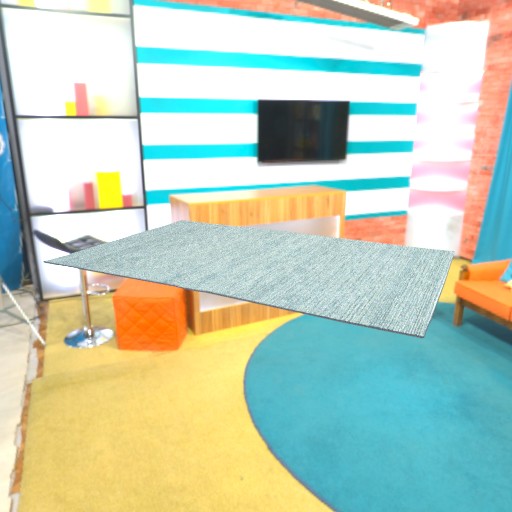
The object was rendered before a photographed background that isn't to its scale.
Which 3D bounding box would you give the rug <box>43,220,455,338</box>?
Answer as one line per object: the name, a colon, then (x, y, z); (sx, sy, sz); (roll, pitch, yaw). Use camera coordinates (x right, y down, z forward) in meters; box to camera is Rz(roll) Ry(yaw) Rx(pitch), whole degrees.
rug: (0.000, 0.000, 2.342); (1.853, 0.022, 1.174); (8, 18, 27)
